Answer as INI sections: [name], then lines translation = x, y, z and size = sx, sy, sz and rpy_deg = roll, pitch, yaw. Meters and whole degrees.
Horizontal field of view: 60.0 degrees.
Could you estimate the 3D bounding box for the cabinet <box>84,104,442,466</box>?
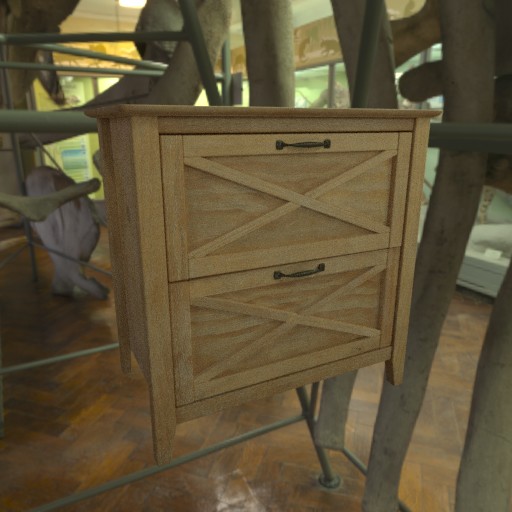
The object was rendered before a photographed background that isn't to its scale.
[cabinet]
translation = 0.000, 0.000, 1.222
size = 0.763, 0.762, 0.503
rpy_deg = -8, 19, -26
